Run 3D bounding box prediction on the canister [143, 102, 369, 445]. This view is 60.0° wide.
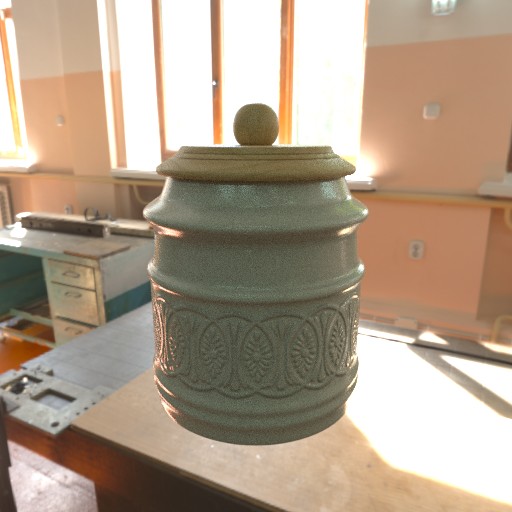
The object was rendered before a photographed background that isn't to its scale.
[{"bbox_3d":[0.000,0.000,0.269,0.130,0.176,0.130,0,15,0],"label":"canister"}]
